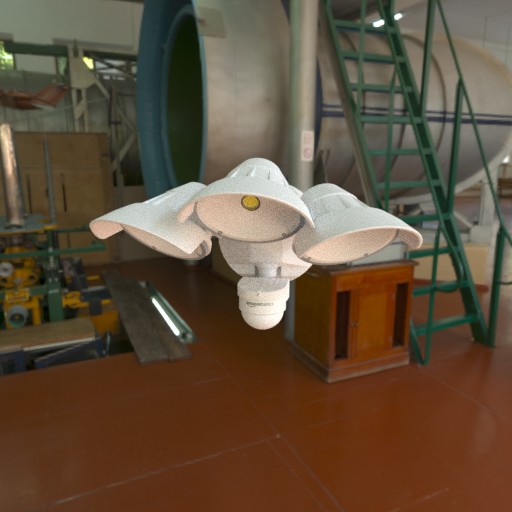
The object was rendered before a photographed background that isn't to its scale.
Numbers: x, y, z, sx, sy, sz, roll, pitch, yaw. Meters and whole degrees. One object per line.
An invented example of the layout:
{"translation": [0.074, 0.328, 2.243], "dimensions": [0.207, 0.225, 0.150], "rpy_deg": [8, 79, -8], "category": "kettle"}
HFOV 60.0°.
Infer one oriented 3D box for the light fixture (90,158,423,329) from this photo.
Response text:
{"translation": [0.000, 0.000, 0.549], "dimensions": [0.369, 0.237, 0.278], "rpy_deg": [2, 13, 9], "category": "light fixture"}
